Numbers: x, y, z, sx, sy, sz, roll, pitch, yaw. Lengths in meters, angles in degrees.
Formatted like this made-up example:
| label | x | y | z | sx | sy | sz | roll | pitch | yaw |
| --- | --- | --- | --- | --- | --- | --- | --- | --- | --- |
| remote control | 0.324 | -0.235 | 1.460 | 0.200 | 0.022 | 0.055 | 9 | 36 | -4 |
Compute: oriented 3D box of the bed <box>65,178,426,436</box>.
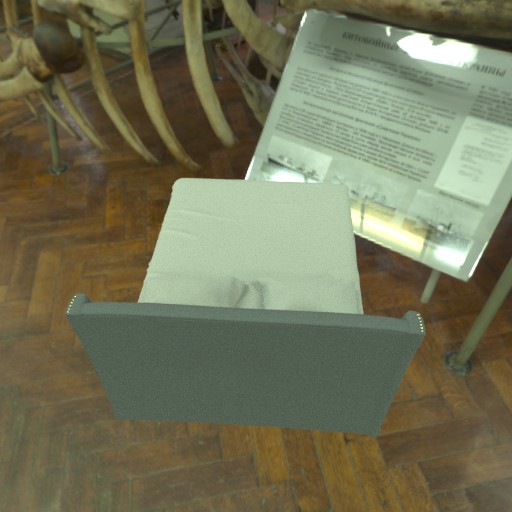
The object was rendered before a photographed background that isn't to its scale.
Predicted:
| label | x | y | z | sx | sy | sz | roll | pitch | yaw |
| --- | --- | --- | --- | --- | --- | --- | --- | --- | --- |
| bed | 0.000 | 0.000 | 3.552 | 1.925 | 1.332 | 2.276 | 3 | 46 | 3 |
